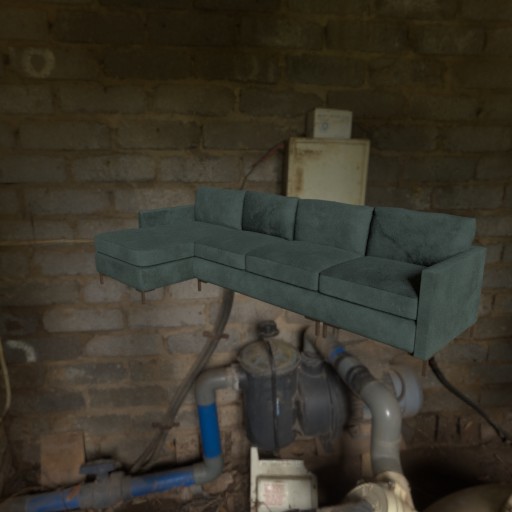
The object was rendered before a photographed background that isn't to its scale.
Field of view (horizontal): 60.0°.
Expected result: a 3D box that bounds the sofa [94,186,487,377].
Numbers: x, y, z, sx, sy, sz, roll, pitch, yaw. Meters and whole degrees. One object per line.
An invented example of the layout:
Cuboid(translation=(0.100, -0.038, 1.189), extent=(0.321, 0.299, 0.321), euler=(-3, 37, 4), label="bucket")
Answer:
Cuboid(translation=(0.000, 0.000, 4.011), extent=(1.500, 0.967, 3.400), euler=(-14, 20, -43), label="sofa")
